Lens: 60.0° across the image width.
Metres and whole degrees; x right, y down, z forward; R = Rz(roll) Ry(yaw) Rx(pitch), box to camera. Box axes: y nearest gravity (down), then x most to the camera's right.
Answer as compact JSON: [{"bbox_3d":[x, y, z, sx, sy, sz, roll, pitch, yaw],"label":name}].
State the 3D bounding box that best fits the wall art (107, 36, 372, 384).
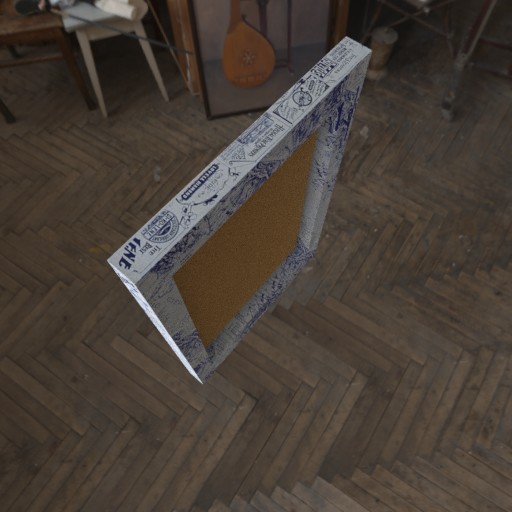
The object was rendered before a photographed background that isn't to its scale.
[{"bbox_3d":[0.000,0.000,0.479,0.025,0.376,0.255,37,70,16],"label":"wall art"}]
